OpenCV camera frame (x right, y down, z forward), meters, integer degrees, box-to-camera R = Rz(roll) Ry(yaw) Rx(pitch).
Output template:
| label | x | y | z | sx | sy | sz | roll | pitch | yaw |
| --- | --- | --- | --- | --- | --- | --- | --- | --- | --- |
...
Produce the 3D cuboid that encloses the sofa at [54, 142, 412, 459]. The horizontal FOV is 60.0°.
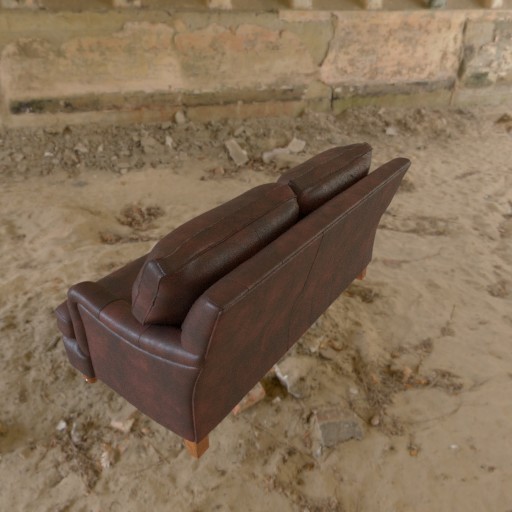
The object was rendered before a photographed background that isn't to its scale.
| label | x | y | z | sx | sy | sz | roll | pitch | yaw |
| --- | --- | --- | --- | --- | --- | --- | --- | --- | --- |
| sofa | 0.000 | 0.000 | 2.758 | 1.147 | 1.071 | 2.144 | 20 | 35 | 30 |
